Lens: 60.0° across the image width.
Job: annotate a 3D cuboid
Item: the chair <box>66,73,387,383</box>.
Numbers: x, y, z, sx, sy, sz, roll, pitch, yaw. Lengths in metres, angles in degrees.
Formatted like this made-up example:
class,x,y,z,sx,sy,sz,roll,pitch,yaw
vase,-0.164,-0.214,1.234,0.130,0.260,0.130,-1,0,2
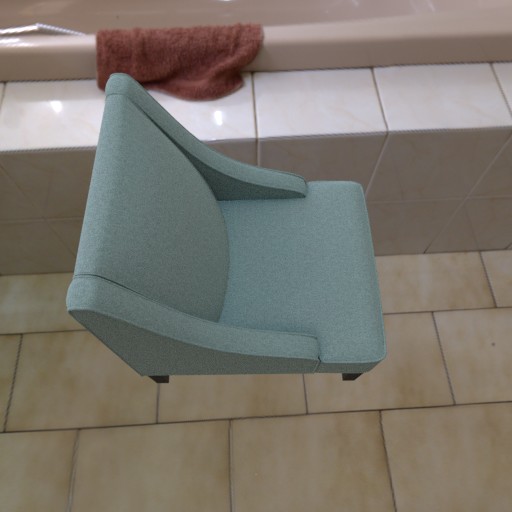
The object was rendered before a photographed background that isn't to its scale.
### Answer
class,x,y,z,sx,sy,sz,roll,pitch,yaw
chair,0.000,0.000,1.828,1.025,1.133,0.857,-1,64,0
